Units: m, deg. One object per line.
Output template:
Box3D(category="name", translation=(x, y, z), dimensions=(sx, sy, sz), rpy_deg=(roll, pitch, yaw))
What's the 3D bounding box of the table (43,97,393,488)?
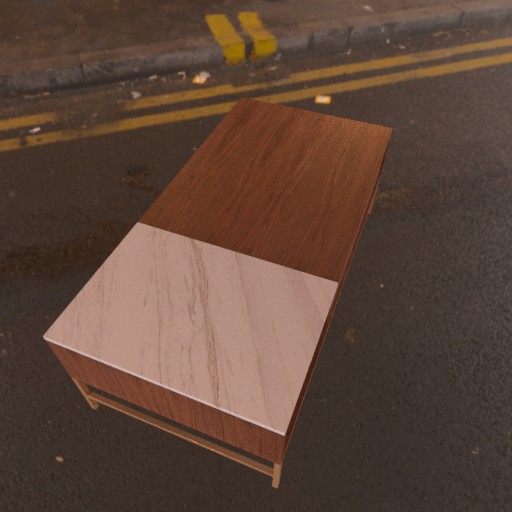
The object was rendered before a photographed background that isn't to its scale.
Box3D(category="table", translation=(0.000, 0.000, 1.951), dimensions=(0.789, 0.551, 1.553), rpy_deg=(17, 51, 14))
